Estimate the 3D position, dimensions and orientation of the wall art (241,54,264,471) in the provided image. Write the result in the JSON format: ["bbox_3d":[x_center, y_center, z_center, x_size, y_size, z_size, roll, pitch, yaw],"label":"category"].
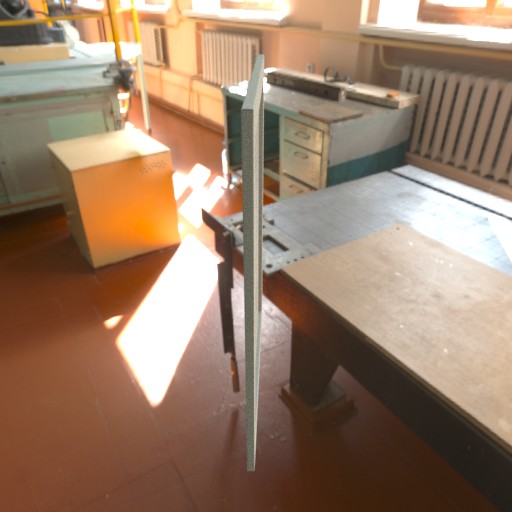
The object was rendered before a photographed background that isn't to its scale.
[{"bbox_3d":[0.000,0.000,0.687,0.012,0.529,0.374,1,31,2],"label":"wall art"}]
